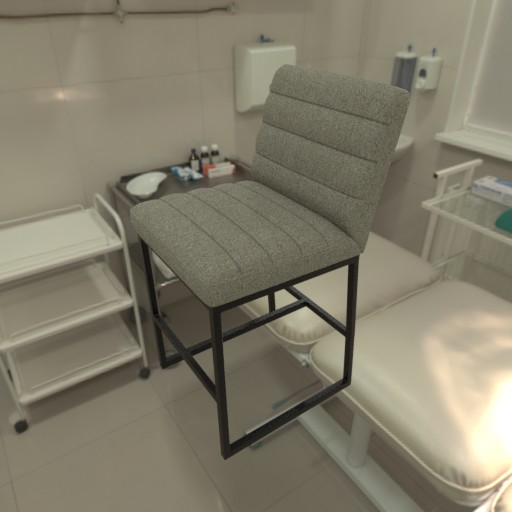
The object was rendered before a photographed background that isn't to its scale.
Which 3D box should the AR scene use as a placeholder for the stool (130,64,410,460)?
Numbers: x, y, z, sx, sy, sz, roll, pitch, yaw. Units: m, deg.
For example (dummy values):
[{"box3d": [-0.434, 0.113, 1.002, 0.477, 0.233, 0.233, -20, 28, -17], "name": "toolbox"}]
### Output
[{"box3d": [0.000, 0.000, 1.268, 0.560, 0.940, 0.460, -20, 36, -29], "name": "stool"}]
